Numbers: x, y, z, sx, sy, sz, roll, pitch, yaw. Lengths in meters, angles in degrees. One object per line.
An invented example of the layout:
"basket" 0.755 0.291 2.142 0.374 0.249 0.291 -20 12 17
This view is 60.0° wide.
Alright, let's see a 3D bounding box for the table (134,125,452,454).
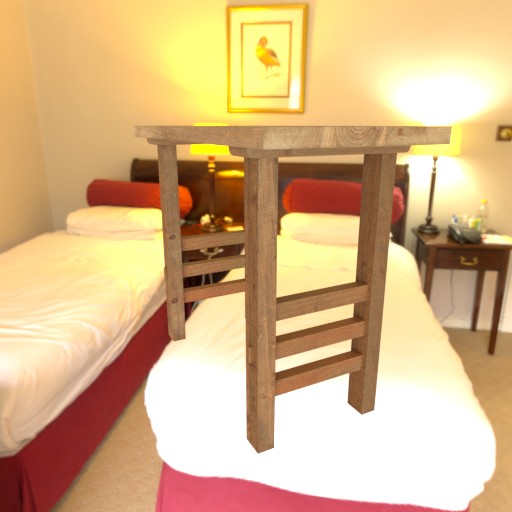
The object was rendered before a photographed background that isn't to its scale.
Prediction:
"table" 0.000 0.000 1.622 0.556 0.914 1.119 -9 18 -27
